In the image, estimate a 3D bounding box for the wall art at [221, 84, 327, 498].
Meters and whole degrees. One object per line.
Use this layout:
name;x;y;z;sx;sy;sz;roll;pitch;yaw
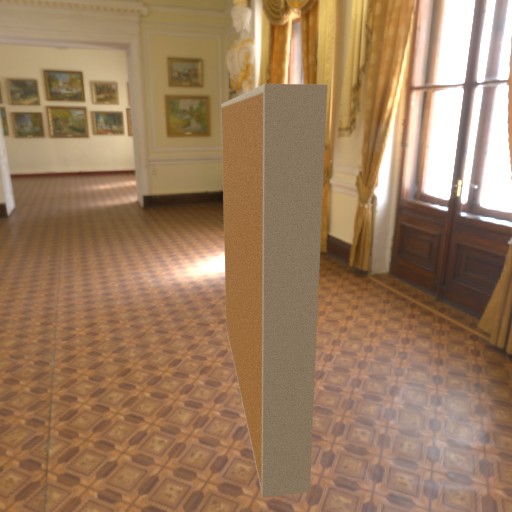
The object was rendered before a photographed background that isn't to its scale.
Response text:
wall art;0.000;0.000;0.451;0.038;0.304;0.305;-3;17;-9
